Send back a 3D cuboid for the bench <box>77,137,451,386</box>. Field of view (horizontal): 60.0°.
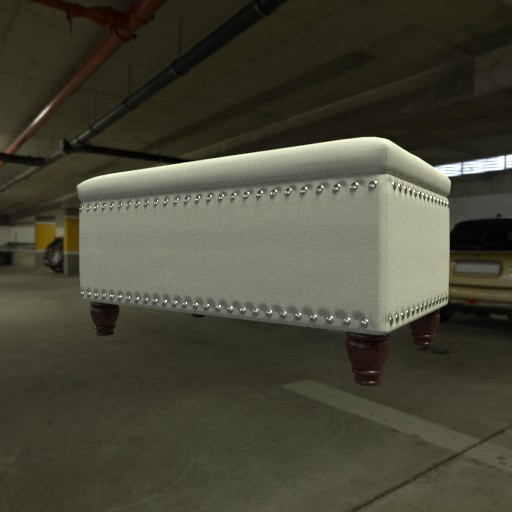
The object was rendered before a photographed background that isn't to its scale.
[{"bbox_3d":[0.000,0.000,1.195,0.887,0.449,0.500,1,2,35],"label":"bench"}]
